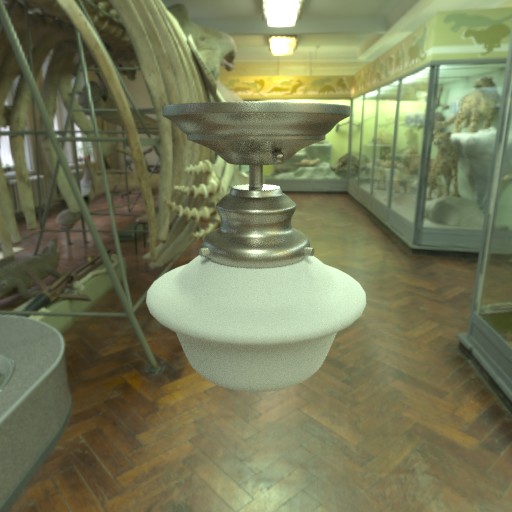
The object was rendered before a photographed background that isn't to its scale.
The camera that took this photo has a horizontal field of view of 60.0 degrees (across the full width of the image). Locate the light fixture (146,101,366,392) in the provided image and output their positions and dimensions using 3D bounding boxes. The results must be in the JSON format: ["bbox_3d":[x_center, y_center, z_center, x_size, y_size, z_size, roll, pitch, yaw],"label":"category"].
[{"bbox_3d":[0.000,0.000,0.398,0.199,0.254,0.199,0,16,0],"label":"light fixture"}]
